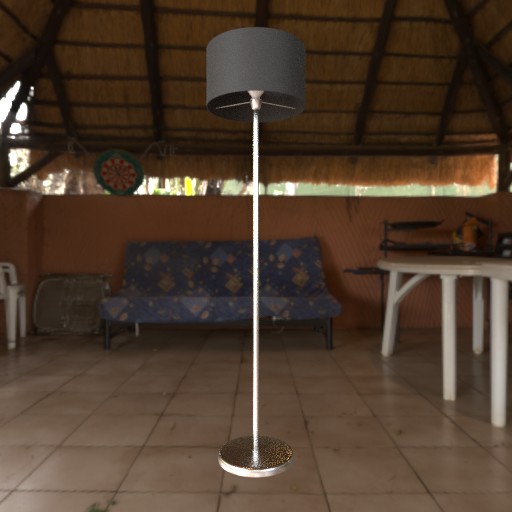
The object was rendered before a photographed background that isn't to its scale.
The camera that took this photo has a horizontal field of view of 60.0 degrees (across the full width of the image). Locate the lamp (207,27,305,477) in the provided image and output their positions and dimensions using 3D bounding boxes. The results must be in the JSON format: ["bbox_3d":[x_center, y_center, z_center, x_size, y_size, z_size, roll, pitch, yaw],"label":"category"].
[{"bbox_3d":[0.000,0.000,1.575,0.348,1.443,0.348,0,1,-1],"label":"lamp"}]
